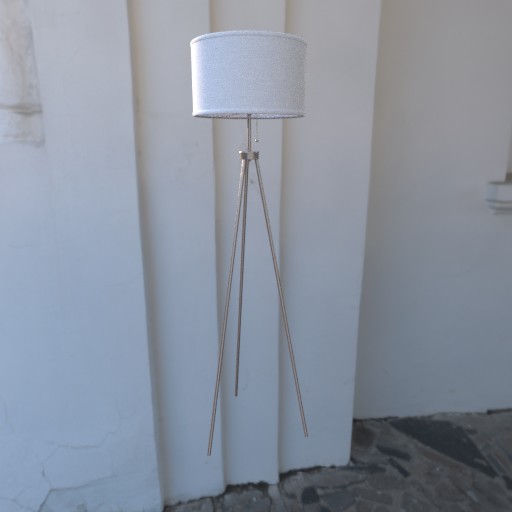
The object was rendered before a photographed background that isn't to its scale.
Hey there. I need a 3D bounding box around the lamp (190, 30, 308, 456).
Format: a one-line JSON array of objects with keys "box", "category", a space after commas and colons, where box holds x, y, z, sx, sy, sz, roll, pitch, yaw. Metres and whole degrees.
[{"box": [0.000, 0.000, 1.762, 0.458, 1.545, 0.448, 2, 15, 8], "category": "lamp"}]
